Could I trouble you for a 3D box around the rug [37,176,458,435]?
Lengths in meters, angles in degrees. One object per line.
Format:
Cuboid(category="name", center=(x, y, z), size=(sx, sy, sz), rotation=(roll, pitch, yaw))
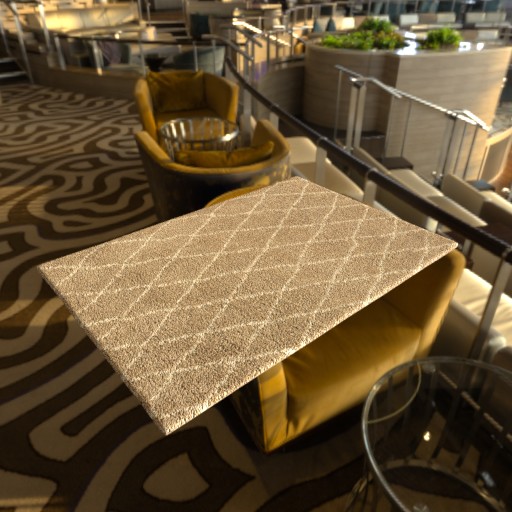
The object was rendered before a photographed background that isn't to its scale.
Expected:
Cuboid(category="rug", center=(0.000, 0.000, 2.252), size=(1.778, 0.030, 1.219), rotation=(-24, 40, -33))
